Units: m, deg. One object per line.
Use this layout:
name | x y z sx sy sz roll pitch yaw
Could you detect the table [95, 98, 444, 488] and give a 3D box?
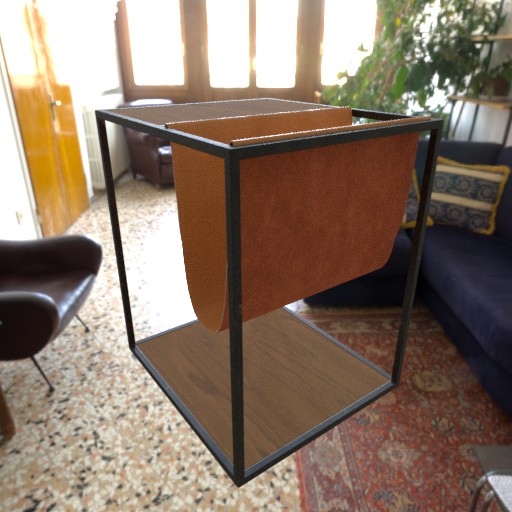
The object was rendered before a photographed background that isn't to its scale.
table | 0.000 0.000 0.859 0.399 0.536 0.450 -17 30 -33
